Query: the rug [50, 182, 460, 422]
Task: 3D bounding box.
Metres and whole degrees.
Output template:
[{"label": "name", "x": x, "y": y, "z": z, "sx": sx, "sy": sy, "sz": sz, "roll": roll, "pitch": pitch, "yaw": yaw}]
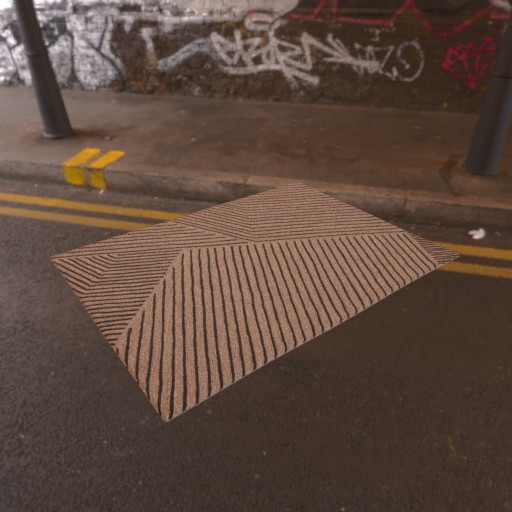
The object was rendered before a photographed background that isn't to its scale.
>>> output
[{"label": "rug", "x": 0.000, "y": 0.000, "z": 3.282, "sx": 2.449, "sy": 0.028, "sz": 1.829, "roll": -22, "pitch": 37, "yaw": -31}]
